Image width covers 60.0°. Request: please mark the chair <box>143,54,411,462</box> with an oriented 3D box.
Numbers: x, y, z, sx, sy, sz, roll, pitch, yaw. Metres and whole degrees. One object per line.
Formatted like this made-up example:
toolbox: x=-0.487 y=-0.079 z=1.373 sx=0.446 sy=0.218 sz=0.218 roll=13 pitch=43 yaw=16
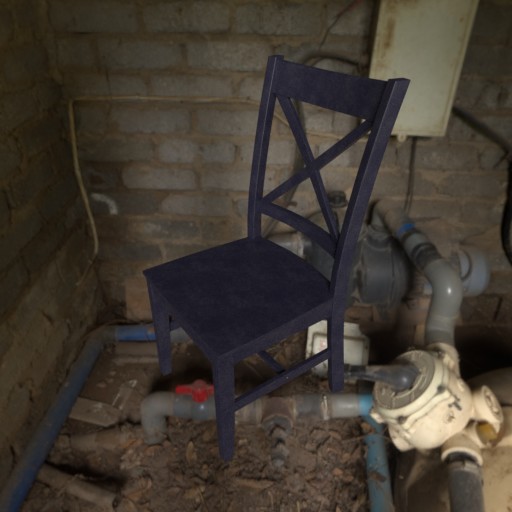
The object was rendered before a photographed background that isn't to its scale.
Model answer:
chair: x=0.000 y=0.000 z=1.283 sx=0.542 sy=0.983 sz=0.485 roll=-20 pitch=37 yaw=-29
